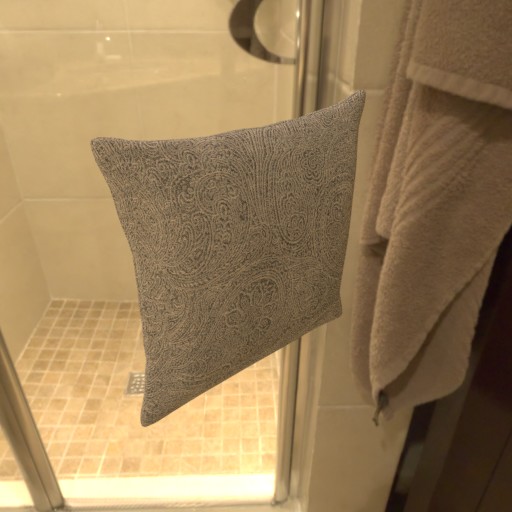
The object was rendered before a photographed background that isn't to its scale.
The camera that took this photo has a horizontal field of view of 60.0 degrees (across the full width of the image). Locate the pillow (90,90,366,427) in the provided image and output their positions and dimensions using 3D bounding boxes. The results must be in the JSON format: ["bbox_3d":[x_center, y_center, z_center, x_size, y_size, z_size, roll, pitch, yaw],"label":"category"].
[{"bbox_3d":[0.000,0.000,0.796,0.523,0.510,0.166,-22,37,-33],"label":"pillow"}]
